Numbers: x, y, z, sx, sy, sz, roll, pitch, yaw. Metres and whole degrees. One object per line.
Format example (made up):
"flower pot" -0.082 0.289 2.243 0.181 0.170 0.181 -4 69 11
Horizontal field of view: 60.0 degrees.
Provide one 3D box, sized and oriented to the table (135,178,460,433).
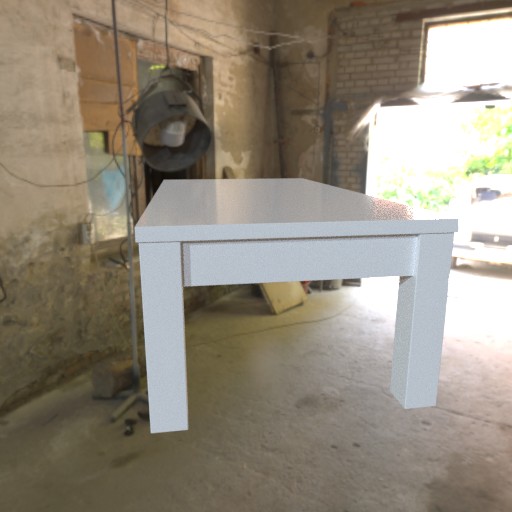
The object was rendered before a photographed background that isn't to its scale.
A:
"table" 0.000 0.000 1.631 0.700 0.470 1.350 -2 14 -9
